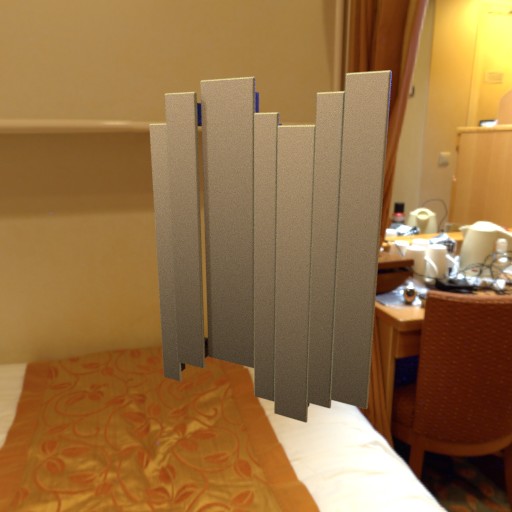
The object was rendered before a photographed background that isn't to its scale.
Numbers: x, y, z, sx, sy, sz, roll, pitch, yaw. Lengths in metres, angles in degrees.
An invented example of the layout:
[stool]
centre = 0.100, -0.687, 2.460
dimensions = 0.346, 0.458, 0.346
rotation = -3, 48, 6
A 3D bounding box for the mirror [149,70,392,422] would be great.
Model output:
[mirror]
centre = 0.000, 0.000, 0.807
dimensions = 0.445, 0.611, 0.058
rotation = 7, 16, 26
